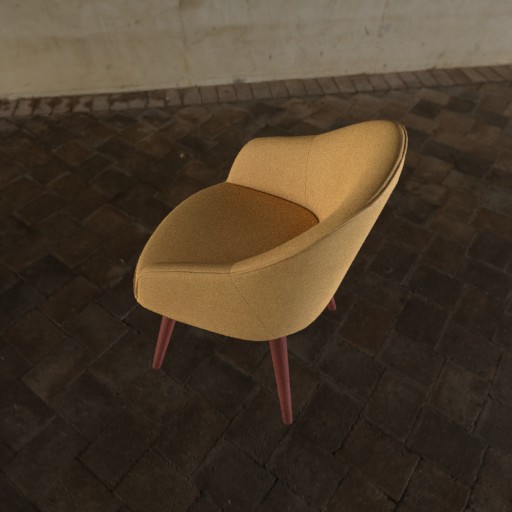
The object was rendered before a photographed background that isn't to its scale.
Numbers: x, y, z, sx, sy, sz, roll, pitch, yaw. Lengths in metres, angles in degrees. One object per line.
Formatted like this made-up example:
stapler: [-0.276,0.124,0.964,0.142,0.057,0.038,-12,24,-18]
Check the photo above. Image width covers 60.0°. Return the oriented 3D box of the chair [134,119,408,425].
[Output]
chair: [0.000,0.000,1.249,0.635,0.823,0.596,18,49,16]
